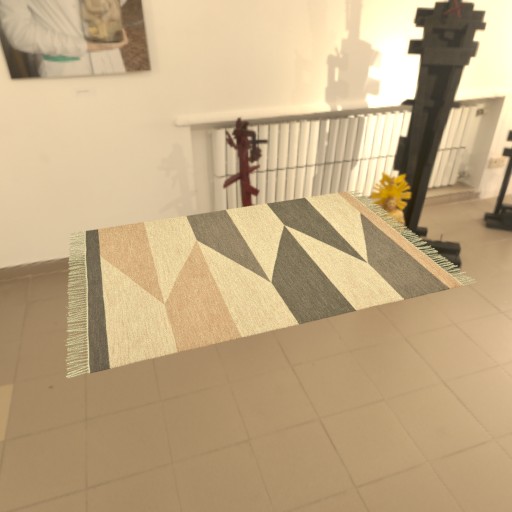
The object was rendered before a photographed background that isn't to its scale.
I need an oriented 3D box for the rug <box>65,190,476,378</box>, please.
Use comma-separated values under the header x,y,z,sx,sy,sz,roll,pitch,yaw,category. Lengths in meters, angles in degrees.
x,y,z,sx,sy,sz,roll,pitch,yaw,category
0.000,0.000,2.507,2.021,0.027,1.224,-10,34,-16,rug
